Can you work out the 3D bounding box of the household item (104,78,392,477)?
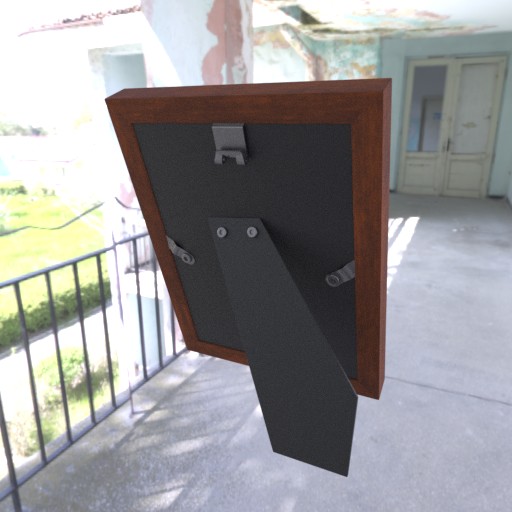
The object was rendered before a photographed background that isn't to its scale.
[{"bbox_3d":[0.000,0.000,0.285,0.160,0.204,0.096,8,19,25],"label":"household item"}]
